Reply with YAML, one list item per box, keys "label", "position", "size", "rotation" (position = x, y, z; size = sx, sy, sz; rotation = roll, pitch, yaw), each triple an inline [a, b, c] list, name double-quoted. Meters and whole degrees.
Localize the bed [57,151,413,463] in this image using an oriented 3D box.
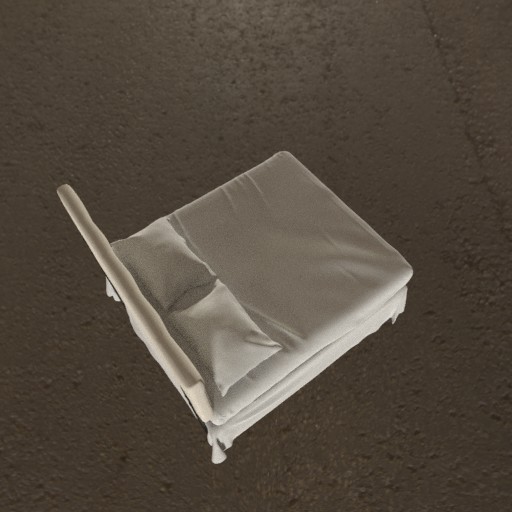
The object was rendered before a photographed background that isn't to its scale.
- label: "bed"
  position: [0.000, 0.000, 3.522]
  size: [2.222, 1.577, 1.936]
  rotation: [-32, 64, -18]
